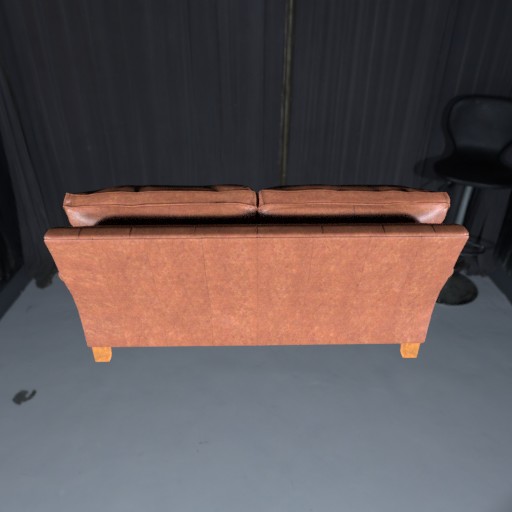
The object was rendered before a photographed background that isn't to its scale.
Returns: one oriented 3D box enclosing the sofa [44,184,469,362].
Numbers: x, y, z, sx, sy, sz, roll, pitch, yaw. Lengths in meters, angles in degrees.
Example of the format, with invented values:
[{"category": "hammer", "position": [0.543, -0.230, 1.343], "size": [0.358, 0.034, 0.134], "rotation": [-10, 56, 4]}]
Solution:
[{"category": "sofa", "position": [0.000, 0.000, 2.808], "size": [2.144, 1.071, 1.147], "rotation": [-1, 31, -1]}]
